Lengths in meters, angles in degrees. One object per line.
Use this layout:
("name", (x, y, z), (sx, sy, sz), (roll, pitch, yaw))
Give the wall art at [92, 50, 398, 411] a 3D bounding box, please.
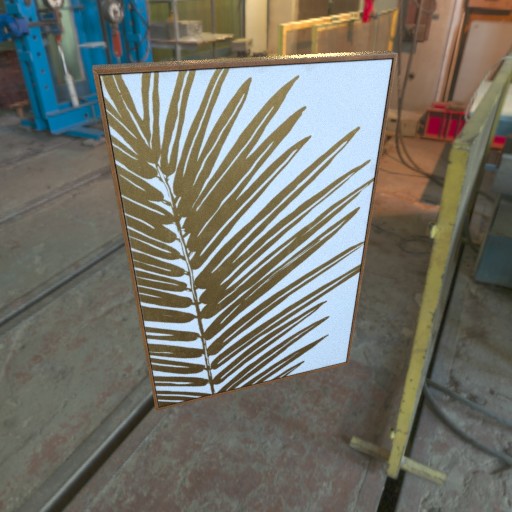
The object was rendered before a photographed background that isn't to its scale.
("wall art", (0.000, 0.000, 1.111), (0.610, 0.914, 0.037), (-9, 34, -14))
